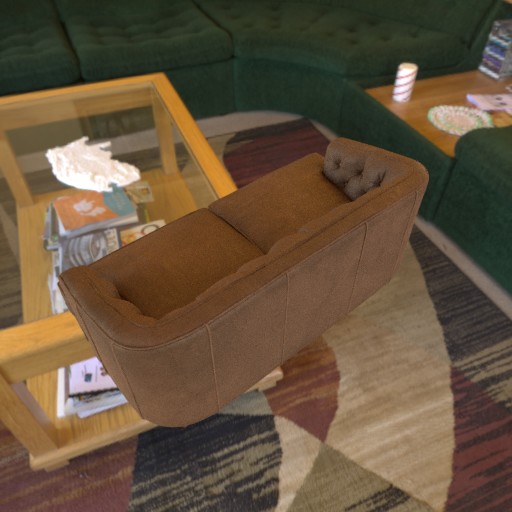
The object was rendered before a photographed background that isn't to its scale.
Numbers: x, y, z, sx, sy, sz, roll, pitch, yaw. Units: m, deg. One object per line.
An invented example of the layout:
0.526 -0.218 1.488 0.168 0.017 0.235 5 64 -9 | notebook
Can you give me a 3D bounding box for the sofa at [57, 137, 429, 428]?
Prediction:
0.000 0.000 2.281 1.767 0.799 0.917 -31 53 -27 | sofa
